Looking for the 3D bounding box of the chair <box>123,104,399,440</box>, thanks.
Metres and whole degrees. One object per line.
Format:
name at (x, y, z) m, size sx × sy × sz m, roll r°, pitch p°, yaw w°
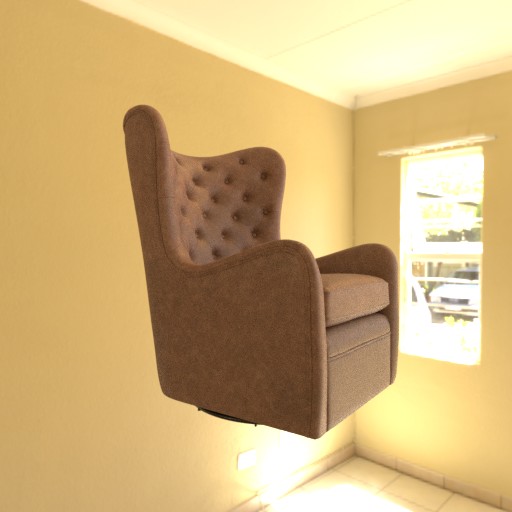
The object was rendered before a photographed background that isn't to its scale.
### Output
chair at (0.000, 0.000, 1.767) m, size 0.930 × 1.079 × 0.831 m, roll 0°, pitch 1°, yaw 35°
